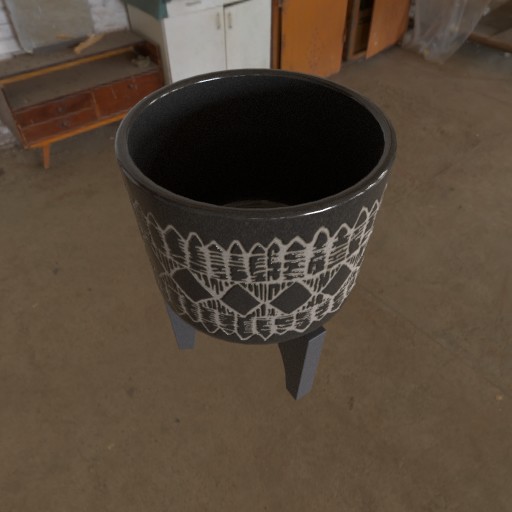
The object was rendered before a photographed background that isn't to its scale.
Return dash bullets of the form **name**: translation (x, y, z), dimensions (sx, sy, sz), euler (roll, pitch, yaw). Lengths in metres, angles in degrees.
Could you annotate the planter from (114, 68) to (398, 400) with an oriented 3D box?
- **planter**: translation (0.000, 0.000, 0.407), dimensions (0.196, 0.264, 0.196), euler (-3, 46, -3)
